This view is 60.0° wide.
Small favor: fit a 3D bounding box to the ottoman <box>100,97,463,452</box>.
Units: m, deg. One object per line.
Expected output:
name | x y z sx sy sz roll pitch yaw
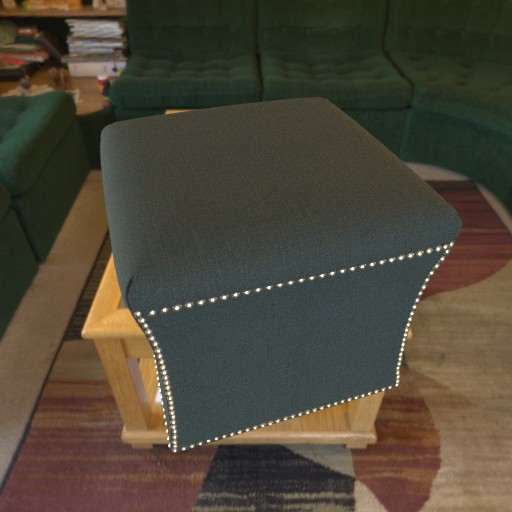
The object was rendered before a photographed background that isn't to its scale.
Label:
ottoman | 0.000 0.000 0.884 0.507 0.475 0.497 -12 42 -13
